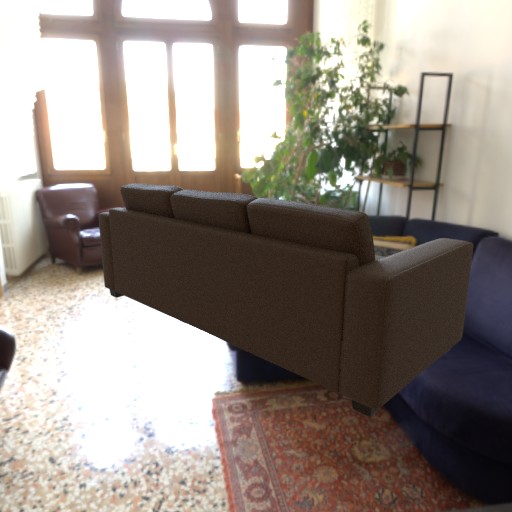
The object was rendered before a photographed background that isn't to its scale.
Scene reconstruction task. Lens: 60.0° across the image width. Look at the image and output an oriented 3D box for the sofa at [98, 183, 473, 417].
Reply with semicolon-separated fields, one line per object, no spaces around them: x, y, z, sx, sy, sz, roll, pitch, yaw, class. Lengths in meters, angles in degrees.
0.000;0.000;2.642;2.160;0.806;0.900;14;20;42;sofa
